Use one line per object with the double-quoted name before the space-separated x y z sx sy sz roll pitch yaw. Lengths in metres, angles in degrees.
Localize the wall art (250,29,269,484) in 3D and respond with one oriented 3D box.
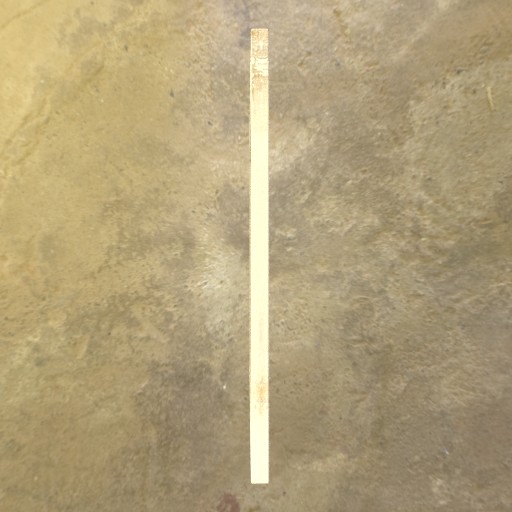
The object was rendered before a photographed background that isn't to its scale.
"wall art" 0.000 0.000 1.496 0.040 1.018 1.015 0 90 -1
